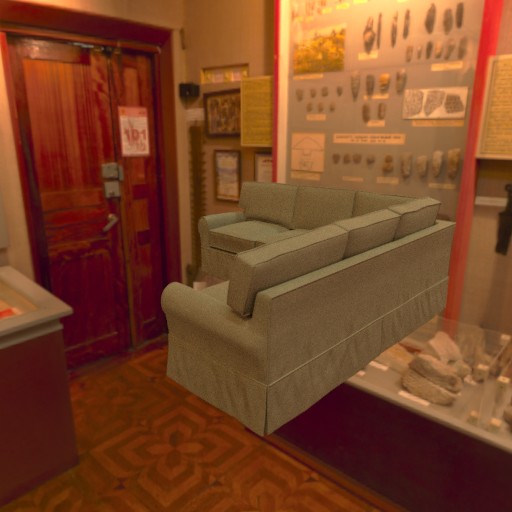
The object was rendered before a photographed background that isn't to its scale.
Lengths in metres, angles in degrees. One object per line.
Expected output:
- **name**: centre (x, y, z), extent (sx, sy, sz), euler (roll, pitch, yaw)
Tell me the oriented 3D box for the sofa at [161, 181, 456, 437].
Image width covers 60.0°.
- **sofa**: centre (0.000, 0.000, 4.096), extent (2.618, 1.081, 2.623), euler (15, 22, 42)
